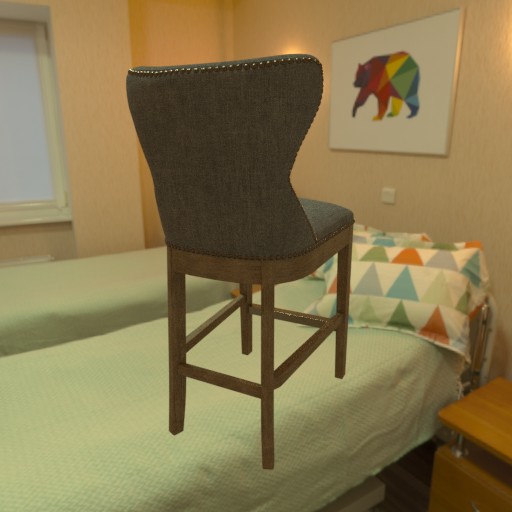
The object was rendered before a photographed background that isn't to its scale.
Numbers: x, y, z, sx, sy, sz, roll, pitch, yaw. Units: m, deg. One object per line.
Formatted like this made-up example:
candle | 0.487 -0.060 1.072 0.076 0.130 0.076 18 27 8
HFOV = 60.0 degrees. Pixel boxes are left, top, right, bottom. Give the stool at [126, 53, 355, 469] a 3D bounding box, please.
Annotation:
stool | 0.000 0.000 1.270 0.498 0.981 0.608 8 18 26
